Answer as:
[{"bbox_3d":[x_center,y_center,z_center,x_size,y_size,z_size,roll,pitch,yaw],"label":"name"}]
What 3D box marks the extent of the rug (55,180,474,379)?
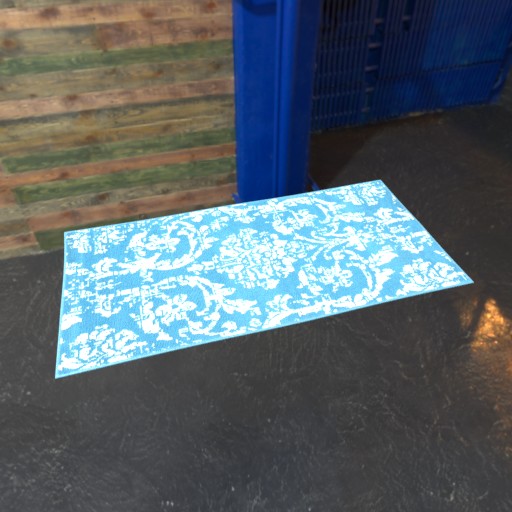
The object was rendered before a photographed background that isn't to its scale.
[{"bbox_3d":[0.000,0.000,1.449,1.219,0.007,0.604,-11,43,-12],"label":"rug"}]
